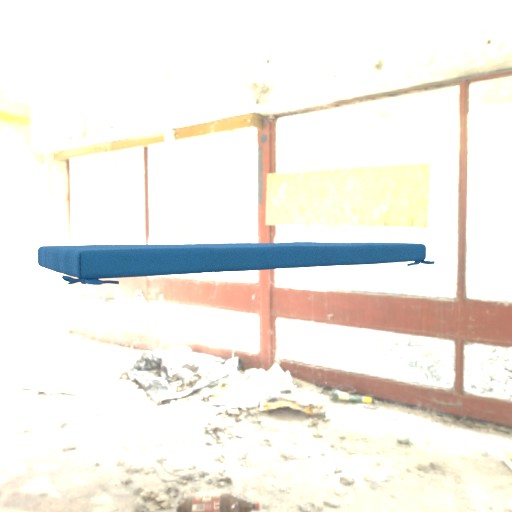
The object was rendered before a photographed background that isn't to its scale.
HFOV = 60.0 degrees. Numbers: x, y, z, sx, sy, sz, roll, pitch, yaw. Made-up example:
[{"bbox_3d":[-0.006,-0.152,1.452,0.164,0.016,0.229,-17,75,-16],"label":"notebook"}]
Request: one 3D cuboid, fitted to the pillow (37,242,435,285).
[{"bbox_3d":[0.000,0.000,1.356,1.187,0.081,0.492,-2,3,-35],"label":"pillow"}]
